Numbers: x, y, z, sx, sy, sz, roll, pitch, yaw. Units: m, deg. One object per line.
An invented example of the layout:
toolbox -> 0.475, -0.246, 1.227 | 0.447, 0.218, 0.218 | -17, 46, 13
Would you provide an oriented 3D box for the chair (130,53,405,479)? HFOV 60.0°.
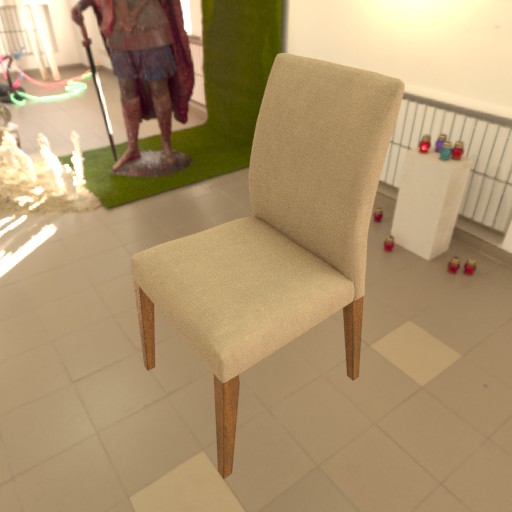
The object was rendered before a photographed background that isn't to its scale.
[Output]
chair -> 0.000, 0.000, 1.233 | 0.585, 0.940, 0.496 | -23, 40, -30
